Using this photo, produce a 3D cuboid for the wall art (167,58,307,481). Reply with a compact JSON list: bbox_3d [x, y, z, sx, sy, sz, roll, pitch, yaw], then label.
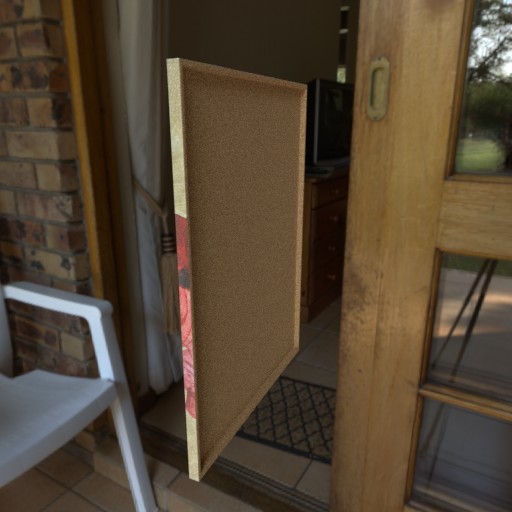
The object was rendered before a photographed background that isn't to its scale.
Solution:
[{"bbox_3d":[0.000,0.000,1.339,0.031,1.015,0.762,8,19,24],"label":"wall art"}]
